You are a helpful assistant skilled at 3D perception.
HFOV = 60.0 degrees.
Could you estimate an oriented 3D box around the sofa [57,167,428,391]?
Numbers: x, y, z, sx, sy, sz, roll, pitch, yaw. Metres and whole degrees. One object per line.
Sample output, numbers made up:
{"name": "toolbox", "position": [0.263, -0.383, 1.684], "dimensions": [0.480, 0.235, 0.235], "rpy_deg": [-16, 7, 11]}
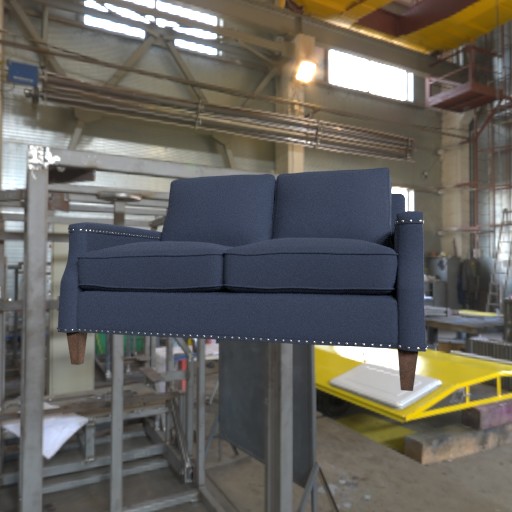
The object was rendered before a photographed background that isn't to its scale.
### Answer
{"name": "sofa", "position": [0.000, 0.000, 2.297], "dimensions": [1.597, 1.003, 1.084], "rpy_deg": [0, -1, 17]}
